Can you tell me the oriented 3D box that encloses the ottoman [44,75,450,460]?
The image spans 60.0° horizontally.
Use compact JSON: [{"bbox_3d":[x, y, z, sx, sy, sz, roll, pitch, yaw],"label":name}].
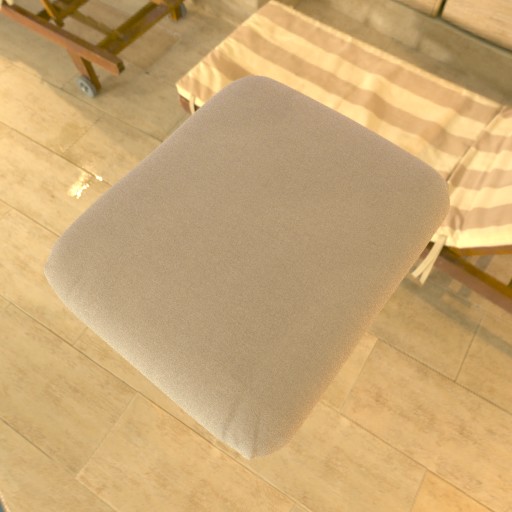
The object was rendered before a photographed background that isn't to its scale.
[{"bbox_3d":[0.000,0.000,1.075,0.622,0.450,0.746,35,68,16],"label":"ottoman"}]
